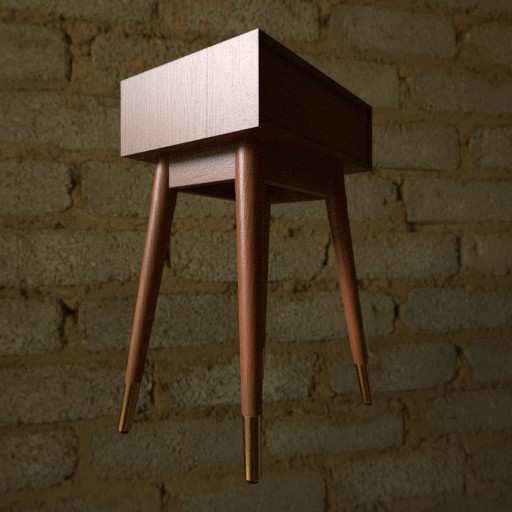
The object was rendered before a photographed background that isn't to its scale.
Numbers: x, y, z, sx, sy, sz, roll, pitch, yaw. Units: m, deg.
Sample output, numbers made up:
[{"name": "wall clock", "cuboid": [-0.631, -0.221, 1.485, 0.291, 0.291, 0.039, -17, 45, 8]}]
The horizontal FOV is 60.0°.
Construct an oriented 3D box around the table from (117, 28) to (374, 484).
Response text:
[{"name": "table", "cuboid": [0.000, 0.000, 0.824, 0.300, 0.599, 0.406, 0, 0, 37]}]
